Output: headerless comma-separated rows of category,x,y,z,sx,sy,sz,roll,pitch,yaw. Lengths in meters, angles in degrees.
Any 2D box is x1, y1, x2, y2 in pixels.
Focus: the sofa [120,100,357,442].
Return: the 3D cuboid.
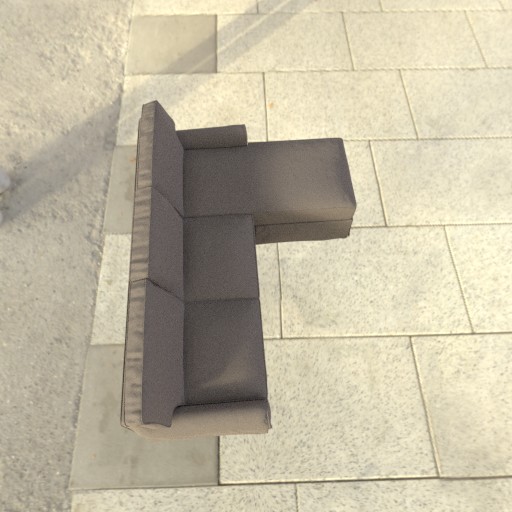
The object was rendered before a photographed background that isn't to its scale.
sofa,0.000,0.000,3.350,1.733,0.978,2.475,-4,63,-2
